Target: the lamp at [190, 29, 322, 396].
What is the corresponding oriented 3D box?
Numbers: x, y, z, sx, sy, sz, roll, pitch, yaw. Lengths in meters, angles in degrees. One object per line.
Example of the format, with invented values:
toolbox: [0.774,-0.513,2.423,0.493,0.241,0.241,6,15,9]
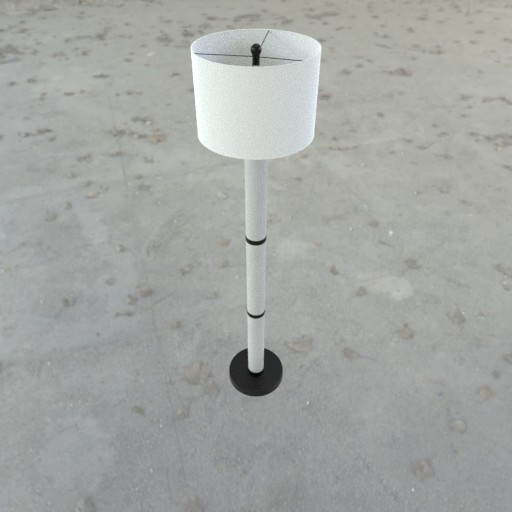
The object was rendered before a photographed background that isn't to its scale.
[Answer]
lamp: [0.000,0.000,1.788,0.377,1.599,0.377,-12,42,-13]
